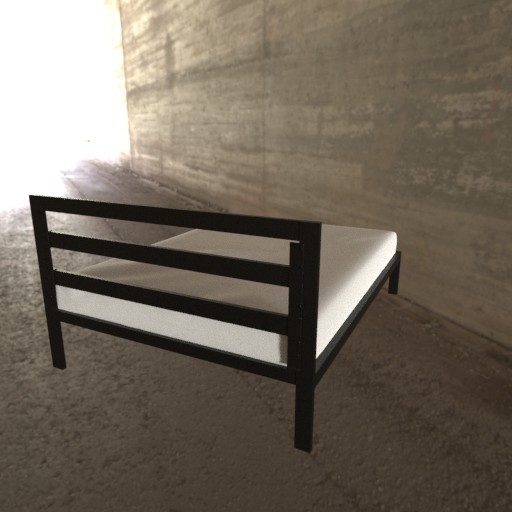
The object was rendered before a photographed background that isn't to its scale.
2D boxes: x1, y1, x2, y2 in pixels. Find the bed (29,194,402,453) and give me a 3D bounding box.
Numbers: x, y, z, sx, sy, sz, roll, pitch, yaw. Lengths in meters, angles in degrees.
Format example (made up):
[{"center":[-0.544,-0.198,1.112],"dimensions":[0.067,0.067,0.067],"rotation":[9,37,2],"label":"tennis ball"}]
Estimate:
[{"center":[0.000,0.000,2.894],"dimensions":[1.524,0.967,2.062],"rotation":[8,18,26],"label":"bed"}]
